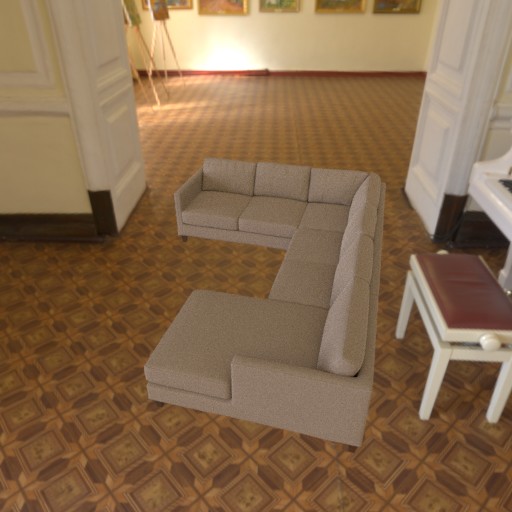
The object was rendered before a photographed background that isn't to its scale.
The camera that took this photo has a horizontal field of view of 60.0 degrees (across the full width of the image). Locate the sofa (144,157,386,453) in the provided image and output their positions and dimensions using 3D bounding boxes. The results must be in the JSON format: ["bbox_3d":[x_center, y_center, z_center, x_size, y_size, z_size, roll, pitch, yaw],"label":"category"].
[{"bbox_3d":[0.000,0.000,4.514,2.424,0.865,3.438,8,33,13],"label":"sofa"}]
